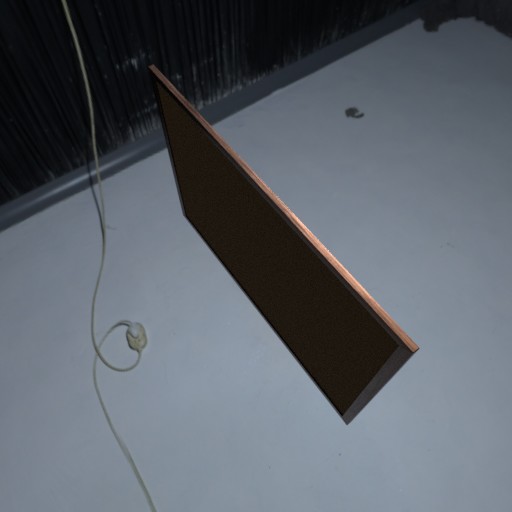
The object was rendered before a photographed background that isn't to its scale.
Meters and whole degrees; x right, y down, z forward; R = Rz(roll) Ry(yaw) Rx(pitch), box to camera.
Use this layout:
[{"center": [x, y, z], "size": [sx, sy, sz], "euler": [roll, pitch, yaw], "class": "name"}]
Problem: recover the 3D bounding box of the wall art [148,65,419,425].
[{"center": [0.000, 0.000, 1.065], "size": [0.014, 0.559, 0.816], "euler": [-31, 64, -18], "class": "wall art"}]
